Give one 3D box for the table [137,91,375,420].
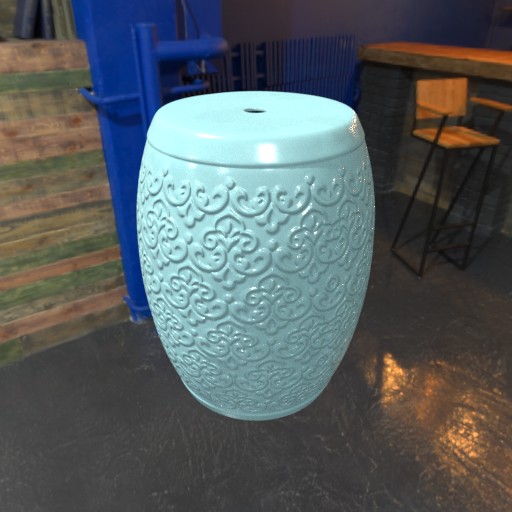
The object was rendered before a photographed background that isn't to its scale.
[{"bbox_3d":[0.000,0.000,0.614,0.309,0.397,0.309,0,30,0],"label":"table"}]
